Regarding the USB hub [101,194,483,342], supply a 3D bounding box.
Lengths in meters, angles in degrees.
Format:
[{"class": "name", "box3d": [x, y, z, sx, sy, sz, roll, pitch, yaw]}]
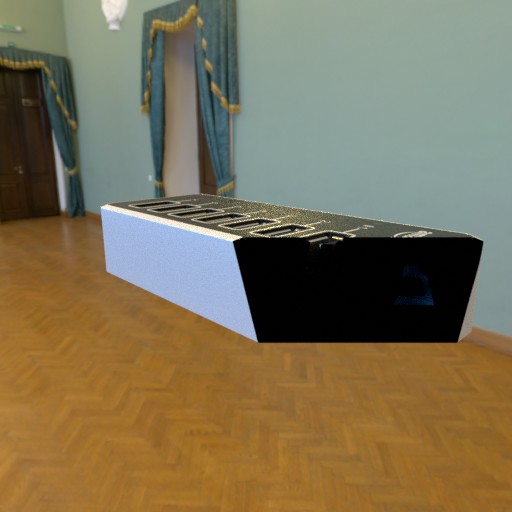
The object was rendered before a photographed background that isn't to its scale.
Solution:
[{"class": "USB hub", "box3d": [0.000, 0.000, 0.128, 0.044, 0.023, 0.110, -14, 21, -42]}]
